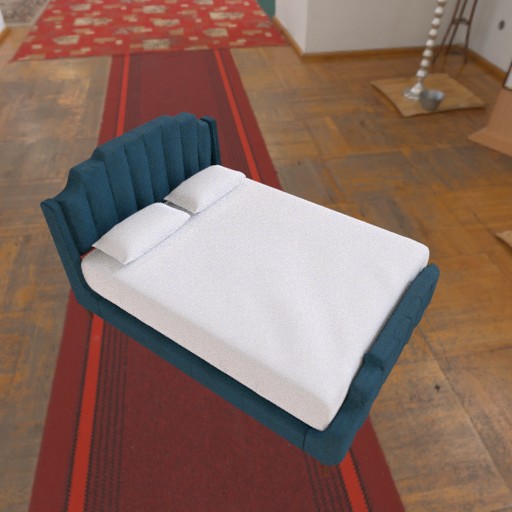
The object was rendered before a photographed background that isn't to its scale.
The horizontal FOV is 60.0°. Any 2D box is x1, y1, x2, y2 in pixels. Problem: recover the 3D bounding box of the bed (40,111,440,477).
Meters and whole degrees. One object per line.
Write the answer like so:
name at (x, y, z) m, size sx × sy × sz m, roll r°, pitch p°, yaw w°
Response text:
bed at (0.000, 0.000, 3.229) m, size 2.322 × 1.351 × 1.676 m, roll 25°, pitch 47°, yaw 26°
